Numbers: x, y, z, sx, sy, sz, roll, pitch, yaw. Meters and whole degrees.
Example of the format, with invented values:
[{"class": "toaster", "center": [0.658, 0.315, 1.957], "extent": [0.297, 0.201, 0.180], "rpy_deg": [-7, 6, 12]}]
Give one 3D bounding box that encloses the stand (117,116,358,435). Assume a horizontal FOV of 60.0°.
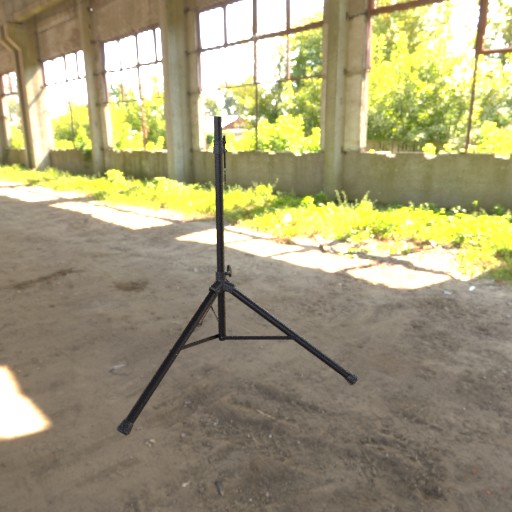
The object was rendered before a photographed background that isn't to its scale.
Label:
[{"class": "stand", "center": [0.000, 0.000, 1.884], "extent": [0.907, 1.136, 1.045], "rpy_deg": [3, 15, 10]}]
